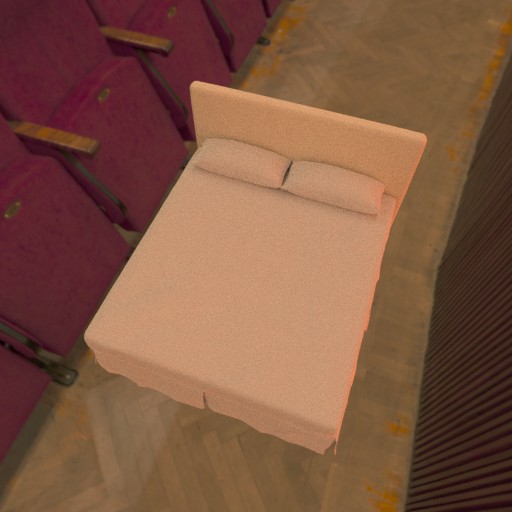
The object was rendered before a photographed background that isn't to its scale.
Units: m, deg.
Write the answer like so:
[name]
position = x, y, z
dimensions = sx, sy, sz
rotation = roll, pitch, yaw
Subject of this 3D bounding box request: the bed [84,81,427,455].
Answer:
[bed]
position = 0.000, 0.000, 3.646
dimensions = 2.119, 1.317, 2.341
rotation = 17, 59, 11
